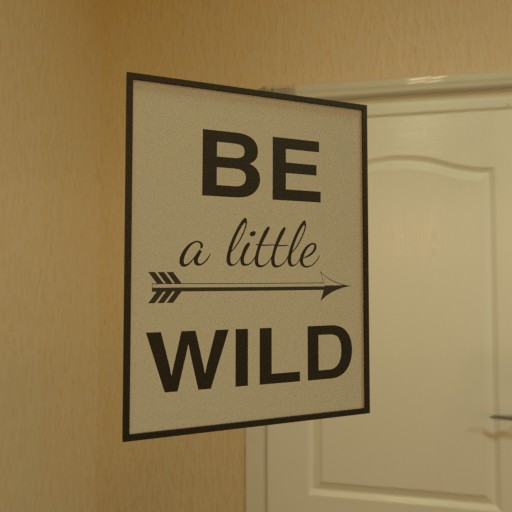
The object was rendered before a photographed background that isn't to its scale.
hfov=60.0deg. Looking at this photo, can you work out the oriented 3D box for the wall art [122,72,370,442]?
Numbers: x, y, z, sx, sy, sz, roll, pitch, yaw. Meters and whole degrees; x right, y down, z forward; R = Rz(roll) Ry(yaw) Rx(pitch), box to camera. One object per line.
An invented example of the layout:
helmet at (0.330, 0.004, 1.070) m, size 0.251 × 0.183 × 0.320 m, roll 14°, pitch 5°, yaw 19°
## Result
wall art at (0.000, 0.000, 1.416) m, size 0.806 × 1.062 × 0.038 m, roll 1°, pitch -2°, yaw -19°
